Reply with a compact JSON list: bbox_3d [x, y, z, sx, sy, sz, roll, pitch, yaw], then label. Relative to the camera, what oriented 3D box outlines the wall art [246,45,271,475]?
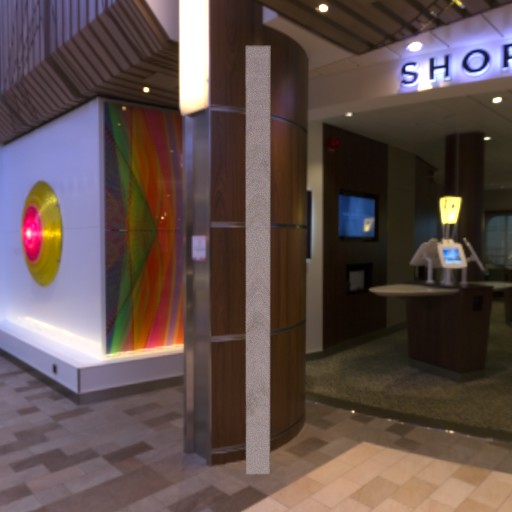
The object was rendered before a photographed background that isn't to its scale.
[{"bbox_3d":[0.000,0.000,0.775,0.029,0.506,0.508,0,2,-1],"label":"wall art"}]
